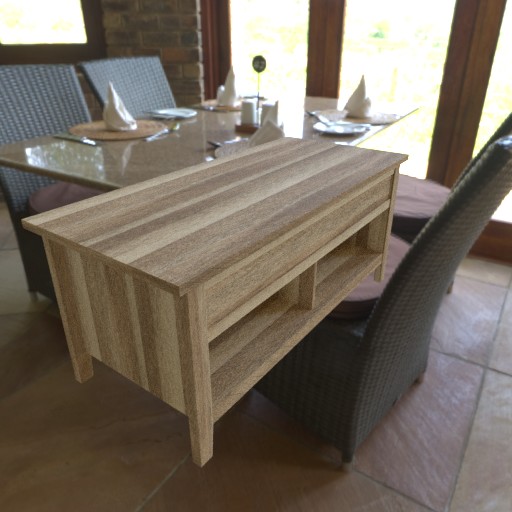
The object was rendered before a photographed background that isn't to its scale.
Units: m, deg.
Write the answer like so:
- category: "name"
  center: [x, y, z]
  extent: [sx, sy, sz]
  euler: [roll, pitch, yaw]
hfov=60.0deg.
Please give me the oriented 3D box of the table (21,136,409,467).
- category: "table"
  center: [0.000, 0.000, 1.357]
  extent: [0.493, 0.480, 1.095]
  euler: [18, 32, 32]
